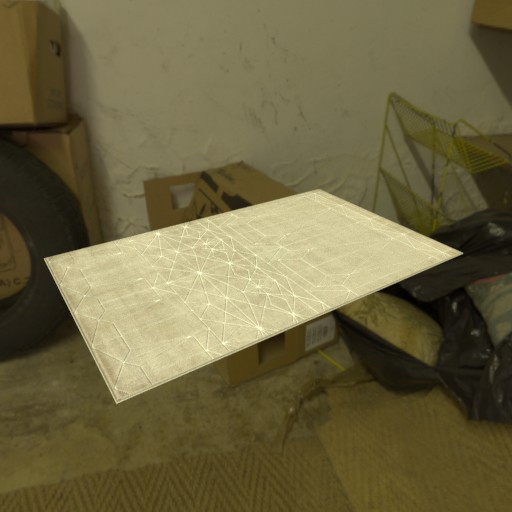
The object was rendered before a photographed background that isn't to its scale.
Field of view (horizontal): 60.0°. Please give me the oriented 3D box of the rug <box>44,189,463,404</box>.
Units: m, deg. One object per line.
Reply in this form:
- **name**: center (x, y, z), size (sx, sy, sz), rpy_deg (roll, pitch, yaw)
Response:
- **rug**: center (0.000, 0.000, 3.040), size (2.438, 0.012, 1.524), rpy_deg (-18, 33, -29)
